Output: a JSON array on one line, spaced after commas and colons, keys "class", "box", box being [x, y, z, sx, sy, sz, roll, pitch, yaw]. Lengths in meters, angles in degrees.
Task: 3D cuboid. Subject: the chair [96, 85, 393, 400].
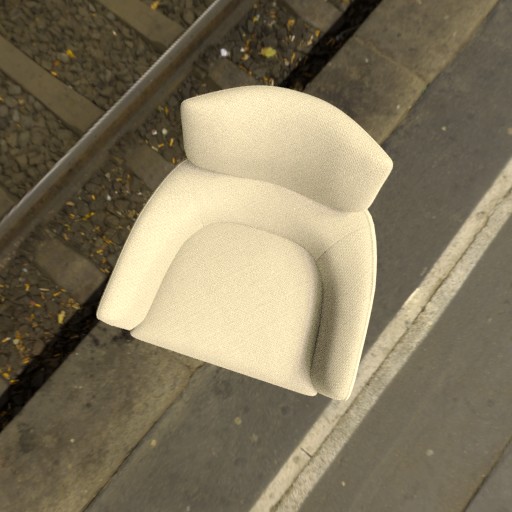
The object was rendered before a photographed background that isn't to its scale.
[{"class": "chair", "box": [0.000, 0.000, 1.429, 0.760, 0.810, 0.730, 17, 78, 4]}]
